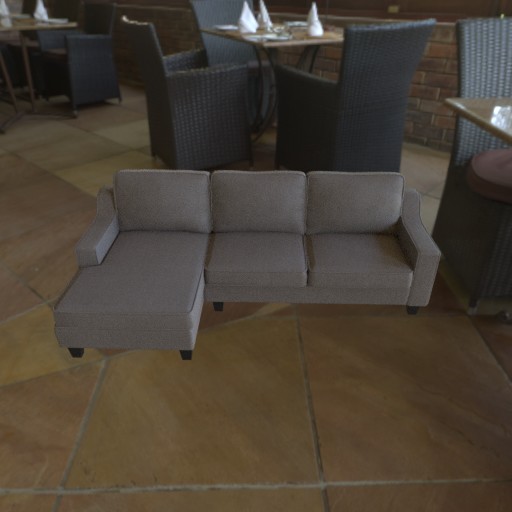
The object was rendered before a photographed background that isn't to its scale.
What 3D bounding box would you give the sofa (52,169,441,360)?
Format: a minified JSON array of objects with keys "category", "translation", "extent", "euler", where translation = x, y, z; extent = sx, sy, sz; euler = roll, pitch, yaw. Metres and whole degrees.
[{"category":"sofa","translation":[0.000,0.000,3.240],"extent":[2.561,0.928,1.294],"euler":[1,32,1]}]
